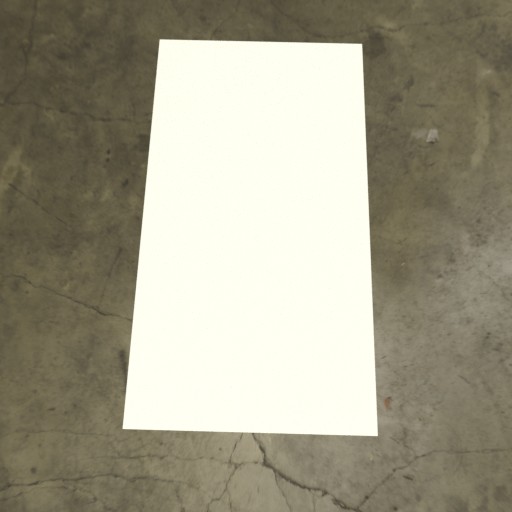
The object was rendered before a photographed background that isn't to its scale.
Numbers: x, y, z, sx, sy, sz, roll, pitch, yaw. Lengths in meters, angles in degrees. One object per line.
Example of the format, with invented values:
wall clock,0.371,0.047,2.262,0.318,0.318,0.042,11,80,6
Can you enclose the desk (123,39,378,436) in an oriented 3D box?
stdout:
desk,0.000,0.000,1.329,0.498,0.729,0.900,1,75,0
